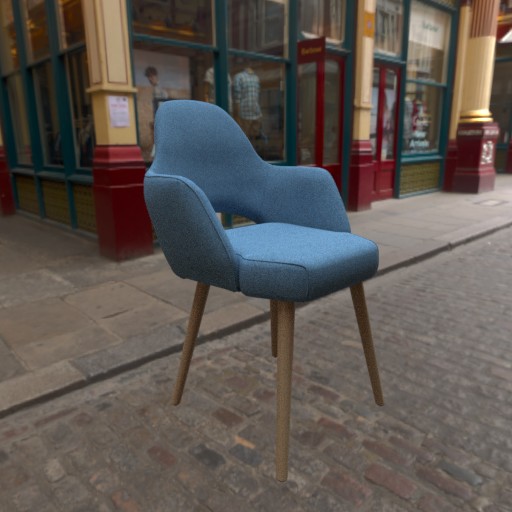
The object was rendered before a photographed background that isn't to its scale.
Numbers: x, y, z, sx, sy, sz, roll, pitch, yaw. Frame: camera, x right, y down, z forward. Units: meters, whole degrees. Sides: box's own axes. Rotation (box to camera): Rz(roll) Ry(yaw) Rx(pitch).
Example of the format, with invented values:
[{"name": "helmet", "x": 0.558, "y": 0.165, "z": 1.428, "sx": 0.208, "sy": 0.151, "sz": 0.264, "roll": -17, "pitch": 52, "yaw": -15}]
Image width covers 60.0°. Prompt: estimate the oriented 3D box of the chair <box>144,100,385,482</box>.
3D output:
[{"name": "chair", "x": 0.000, "y": 0.000, "z": 1.328, "sx": 0.589, "sy": 0.920, "sz": 0.666, "roll": -14, "pitch": 20, "yaw": -43}]
